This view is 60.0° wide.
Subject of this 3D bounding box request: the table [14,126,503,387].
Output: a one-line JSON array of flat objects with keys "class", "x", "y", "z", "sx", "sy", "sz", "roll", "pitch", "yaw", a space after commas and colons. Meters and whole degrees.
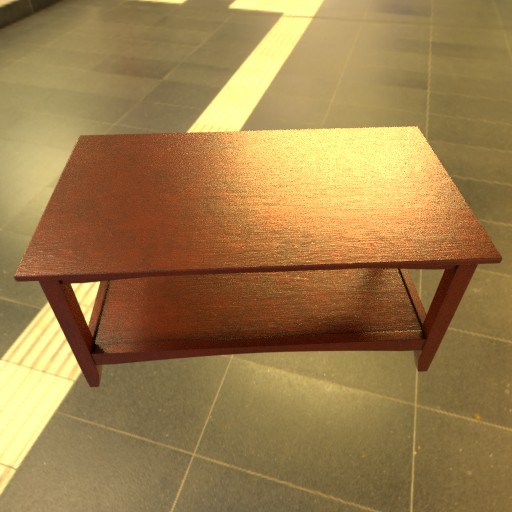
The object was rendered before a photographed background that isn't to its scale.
[{"class": "table", "x": 0.000, "y": 0.000, "z": 1.199, "sx": 0.943, "sy": 0.456, "sz": 0.533, "roll": -2, "pitch": 44, "yaw": -2}]
